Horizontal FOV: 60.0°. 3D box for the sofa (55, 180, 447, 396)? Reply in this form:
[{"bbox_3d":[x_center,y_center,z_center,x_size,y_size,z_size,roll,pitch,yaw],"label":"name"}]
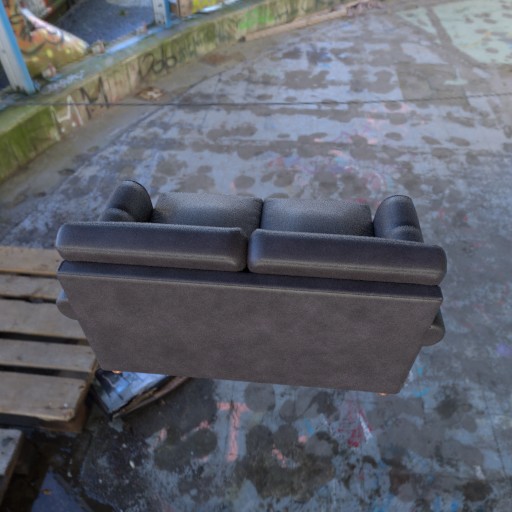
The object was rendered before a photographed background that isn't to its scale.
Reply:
[{"bbox_3d":[0.000,0.000,2.307,1.663,0.979,1.030,4,46,4],"label":"sofa"}]
